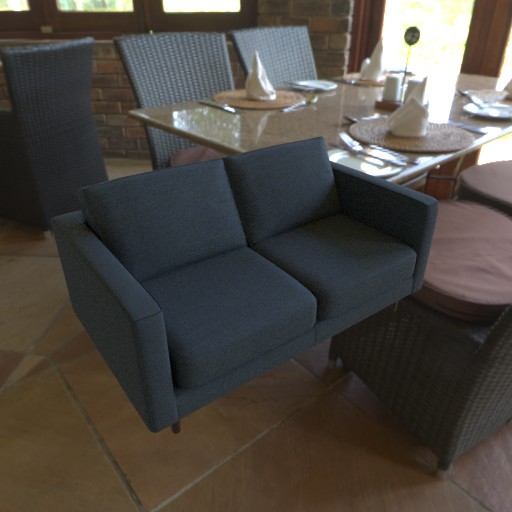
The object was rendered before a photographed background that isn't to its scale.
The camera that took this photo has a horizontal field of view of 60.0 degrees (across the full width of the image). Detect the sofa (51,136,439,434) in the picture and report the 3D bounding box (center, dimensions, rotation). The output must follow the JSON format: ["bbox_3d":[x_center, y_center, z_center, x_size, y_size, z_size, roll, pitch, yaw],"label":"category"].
[{"bbox_3d":[0.000,0.000,2.272,1.659,0.907,0.999,-20,36,-31],"label":"sofa"}]
